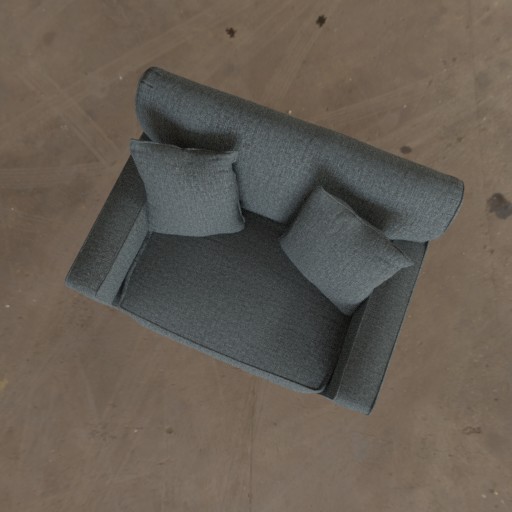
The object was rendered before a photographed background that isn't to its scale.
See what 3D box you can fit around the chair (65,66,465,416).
[{"bbox_3d":[0.000,0.000,2.055,1.383,0.948,1.000,22,77,5],"label":"chair"}]
